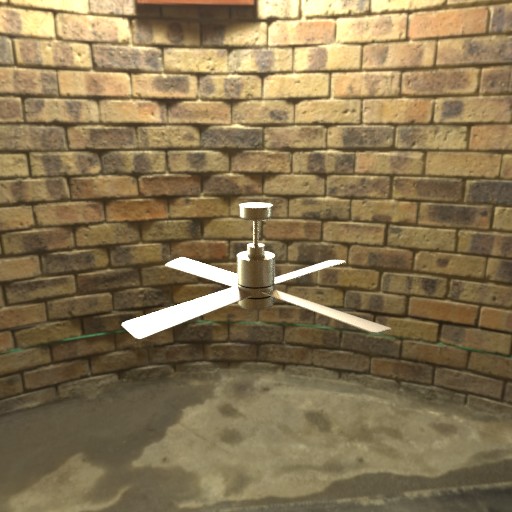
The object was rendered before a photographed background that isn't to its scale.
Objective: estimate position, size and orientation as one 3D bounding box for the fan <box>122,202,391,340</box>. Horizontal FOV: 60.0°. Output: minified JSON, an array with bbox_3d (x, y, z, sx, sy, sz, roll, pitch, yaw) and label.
[{"bbox_3d":[0.000,0.000,2.335,1.525,0.539,1.525,-15,21,-43],"label":"fan"}]
